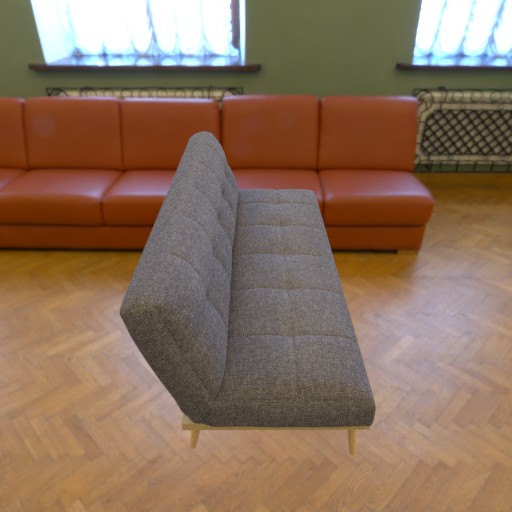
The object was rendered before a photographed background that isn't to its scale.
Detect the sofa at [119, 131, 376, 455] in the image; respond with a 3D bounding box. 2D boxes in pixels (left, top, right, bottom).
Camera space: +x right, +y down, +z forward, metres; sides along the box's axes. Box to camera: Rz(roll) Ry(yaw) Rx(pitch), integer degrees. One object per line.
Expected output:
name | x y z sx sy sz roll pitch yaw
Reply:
sofa | 0.000 0.000 2.229 0.820 0.770 1.820 0 32 0
